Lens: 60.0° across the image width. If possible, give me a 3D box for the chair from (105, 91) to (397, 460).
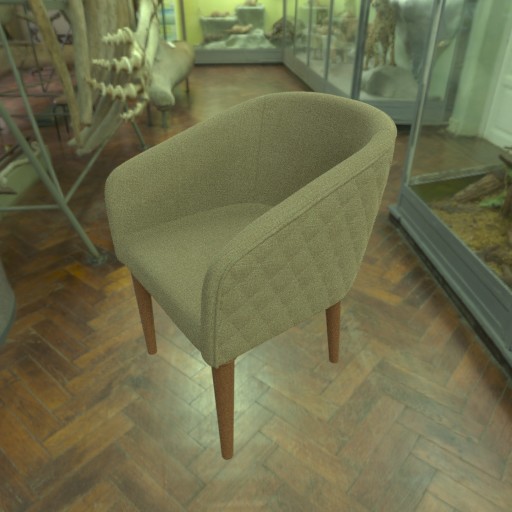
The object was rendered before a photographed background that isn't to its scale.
[{"bbox_3d":[0.000,0.000,1.223,0.616,0.775,0.584,-20,36,-30],"label":"chair"}]
